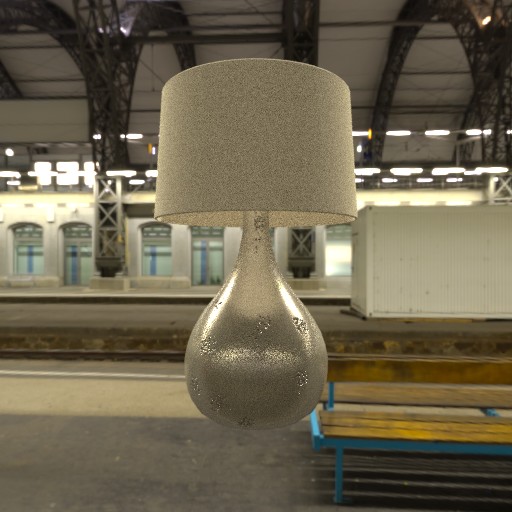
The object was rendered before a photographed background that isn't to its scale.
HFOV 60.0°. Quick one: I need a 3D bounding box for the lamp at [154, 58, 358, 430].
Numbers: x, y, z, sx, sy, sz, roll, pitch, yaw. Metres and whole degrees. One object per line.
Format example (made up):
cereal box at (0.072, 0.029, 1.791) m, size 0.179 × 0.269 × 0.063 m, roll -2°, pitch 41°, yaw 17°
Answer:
lamp at (0.000, 0.000, 0.737) m, size 0.330 × 0.521 × 0.330 m, roll 0°, pitch 0°, yaw 0°
